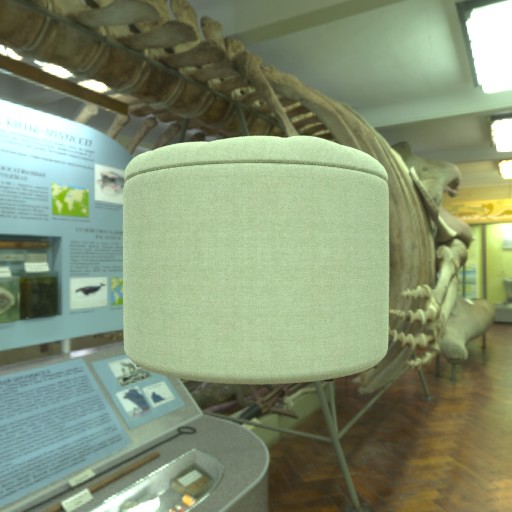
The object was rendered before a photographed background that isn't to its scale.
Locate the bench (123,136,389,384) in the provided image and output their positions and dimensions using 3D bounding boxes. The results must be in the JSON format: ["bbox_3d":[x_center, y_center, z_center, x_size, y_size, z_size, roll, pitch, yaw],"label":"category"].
[{"bbox_3d":[0.000,0.000,1.044,0.600,0.453,0.600,0,0,0],"label":"bench"}]
